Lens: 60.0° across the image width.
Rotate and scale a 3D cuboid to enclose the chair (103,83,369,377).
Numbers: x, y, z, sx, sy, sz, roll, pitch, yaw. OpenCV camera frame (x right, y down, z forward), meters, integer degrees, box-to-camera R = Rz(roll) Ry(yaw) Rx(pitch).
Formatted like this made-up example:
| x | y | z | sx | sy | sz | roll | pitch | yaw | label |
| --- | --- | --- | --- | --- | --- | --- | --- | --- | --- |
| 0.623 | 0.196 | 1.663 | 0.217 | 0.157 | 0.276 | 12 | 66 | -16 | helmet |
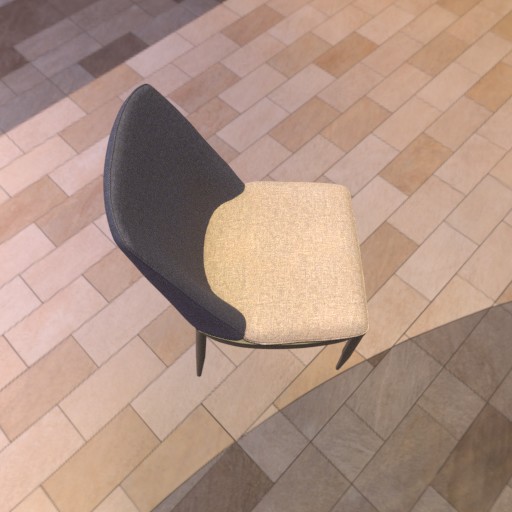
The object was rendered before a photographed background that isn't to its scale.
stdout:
| x | y | z | sx | sy | sz | roll | pitch | yaw | label |
| --- | --- | --- | --- | --- | --- | --- | --- | --- | --- |
| 0.000 | 0.000 | 1.168 | 0.551 | 0.839 | 0.480 | -1 | 63 | -1 | chair |
